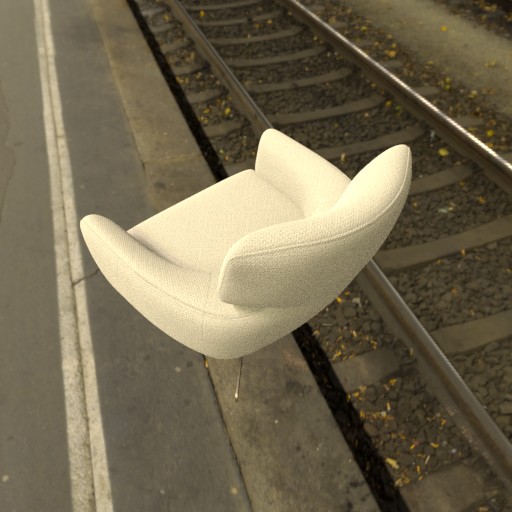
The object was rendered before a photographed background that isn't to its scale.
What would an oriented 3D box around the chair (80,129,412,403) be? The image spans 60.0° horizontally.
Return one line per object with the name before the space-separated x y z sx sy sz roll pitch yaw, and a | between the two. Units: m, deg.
chair | 0.000 0.000 1.342 0.760 0.810 0.730 -33 55 -27
